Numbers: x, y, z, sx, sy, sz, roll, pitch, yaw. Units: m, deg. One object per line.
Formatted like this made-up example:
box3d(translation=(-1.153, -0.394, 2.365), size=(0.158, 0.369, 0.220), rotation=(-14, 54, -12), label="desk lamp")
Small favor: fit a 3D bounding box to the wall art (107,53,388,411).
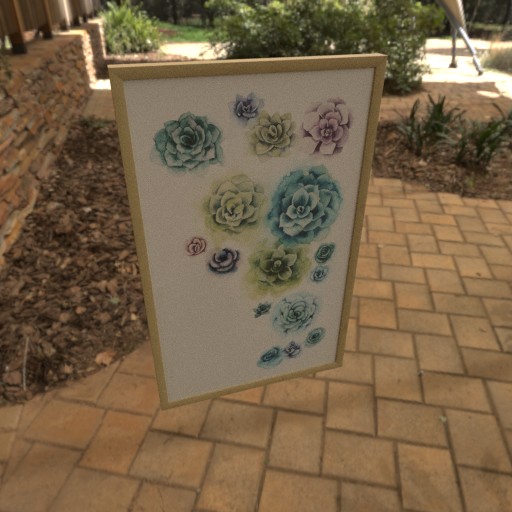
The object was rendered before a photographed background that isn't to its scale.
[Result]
box3d(translation=(0.000, 0.000, 0.992), size=(0.510, 0.810, 0.039), rotation=(-9, 32, -15), label="wall art")
